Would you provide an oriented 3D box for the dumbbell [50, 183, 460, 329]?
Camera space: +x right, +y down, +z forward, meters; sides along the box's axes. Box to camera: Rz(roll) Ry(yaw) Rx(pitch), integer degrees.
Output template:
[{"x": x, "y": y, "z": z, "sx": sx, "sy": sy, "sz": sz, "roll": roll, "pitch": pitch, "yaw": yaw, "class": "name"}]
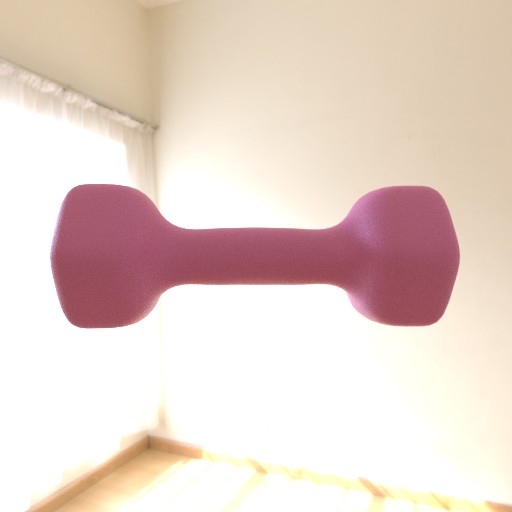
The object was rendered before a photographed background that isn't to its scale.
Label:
[{"x": 0.000, "y": 0.000, "z": 0.187, "sx": 0.159, "sy": 0.058, "sz": 0.064, "roll": 0, "pitch": 0, "yaw": -2, "class": "dumbbell"}]
